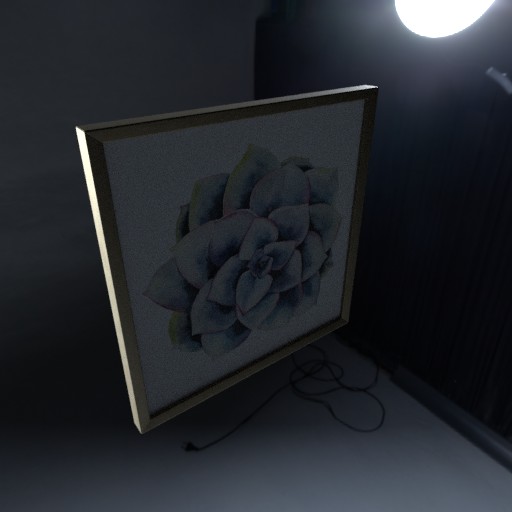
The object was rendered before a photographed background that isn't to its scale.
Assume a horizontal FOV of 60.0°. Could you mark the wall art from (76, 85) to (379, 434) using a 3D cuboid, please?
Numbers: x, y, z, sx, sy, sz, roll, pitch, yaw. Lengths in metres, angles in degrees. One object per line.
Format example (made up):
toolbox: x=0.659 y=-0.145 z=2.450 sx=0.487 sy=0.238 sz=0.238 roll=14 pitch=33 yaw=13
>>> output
wall art: x=0.000 y=0.000 z=0.762 sx=0.503 sy=0.506 sz=0.030 roll=-20 pitch=35 yaw=-31
